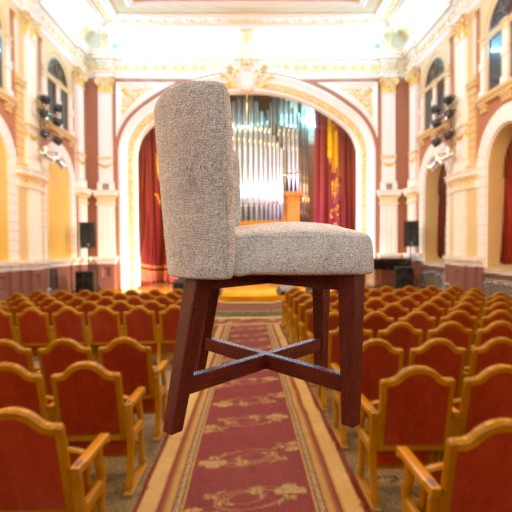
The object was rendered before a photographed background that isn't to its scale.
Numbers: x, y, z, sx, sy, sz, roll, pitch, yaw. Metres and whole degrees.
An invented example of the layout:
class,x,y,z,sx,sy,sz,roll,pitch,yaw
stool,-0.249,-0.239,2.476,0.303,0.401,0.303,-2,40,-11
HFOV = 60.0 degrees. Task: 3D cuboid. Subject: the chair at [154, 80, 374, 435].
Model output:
class,x,y,z,sx,sy,sz,roll,pitch,yaw
chair,0.000,0.000,1.309,0.575,0.827,0.728,0,1,-1
